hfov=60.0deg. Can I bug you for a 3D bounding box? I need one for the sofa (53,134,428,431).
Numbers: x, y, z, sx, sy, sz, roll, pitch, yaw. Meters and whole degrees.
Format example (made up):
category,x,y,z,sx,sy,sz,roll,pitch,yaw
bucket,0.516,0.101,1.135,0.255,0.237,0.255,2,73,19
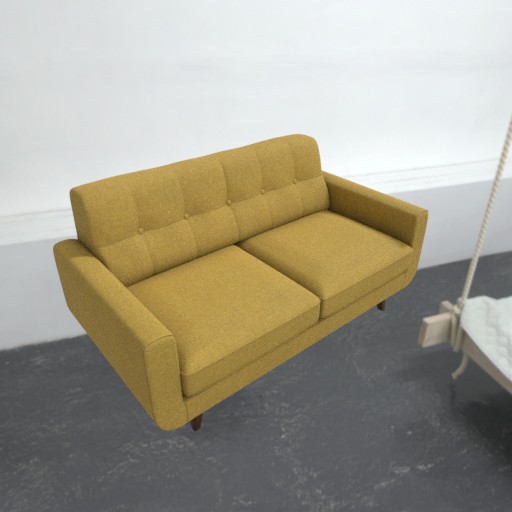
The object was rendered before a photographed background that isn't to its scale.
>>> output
category,x,y,z,sx,sy,sz,roll,pitch,yaw
sofa,0.000,0.000,2.194,1.631,0.841,0.909,-23,38,-33
